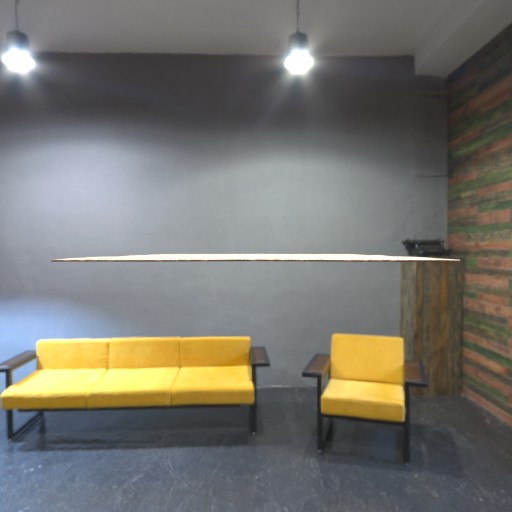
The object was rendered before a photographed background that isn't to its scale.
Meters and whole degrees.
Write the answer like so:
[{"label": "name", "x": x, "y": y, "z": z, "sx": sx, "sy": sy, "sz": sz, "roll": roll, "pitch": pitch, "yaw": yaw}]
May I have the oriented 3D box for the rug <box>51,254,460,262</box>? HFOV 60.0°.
[{"label": "rug", "x": 0.000, "y": 0.000, "z": 2.688, "sx": 1.524, "sy": 0.013, "sz": 2.135, "roll": 0, "pitch": 1, "yaw": 0}]
